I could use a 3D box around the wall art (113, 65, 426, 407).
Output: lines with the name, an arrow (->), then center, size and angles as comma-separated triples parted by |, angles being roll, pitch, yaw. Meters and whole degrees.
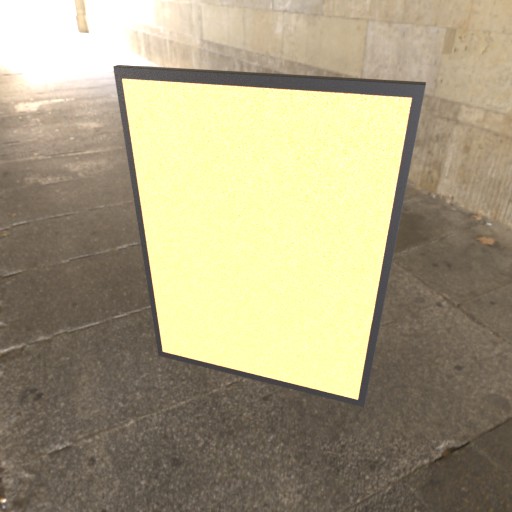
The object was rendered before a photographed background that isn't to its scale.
wall art -> 0.000, 0.000, 1.332 | 0.774, 1.027, 0.030 | 10, 33, 15
